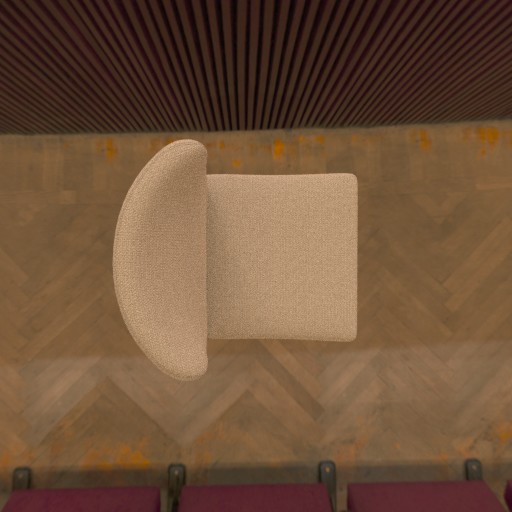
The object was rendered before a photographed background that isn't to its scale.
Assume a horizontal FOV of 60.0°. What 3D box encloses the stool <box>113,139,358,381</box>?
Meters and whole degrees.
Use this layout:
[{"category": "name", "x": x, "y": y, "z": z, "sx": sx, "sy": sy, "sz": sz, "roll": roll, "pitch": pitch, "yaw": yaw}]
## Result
[{"category": "stool", "x": 0.000, "y": 0.000, "z": 1.359, "sx": 0.568, "sy": 1.069, "sz": 0.481, "roll": 0, "pitch": 91, "yaw": -2}]
